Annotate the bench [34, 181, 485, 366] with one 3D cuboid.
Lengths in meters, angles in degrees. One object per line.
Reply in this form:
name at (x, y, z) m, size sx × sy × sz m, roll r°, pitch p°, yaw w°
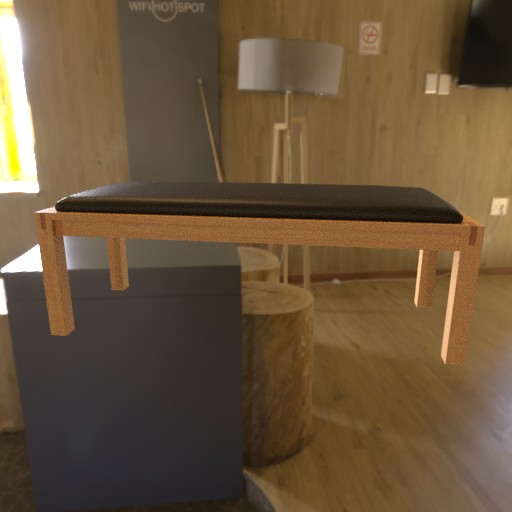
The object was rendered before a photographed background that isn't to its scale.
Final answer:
bench at (0.000, 0.000, 1.425) m, size 1.202 × 0.430 × 0.450 m, roll 2°, pitch 16°, yaw 9°
